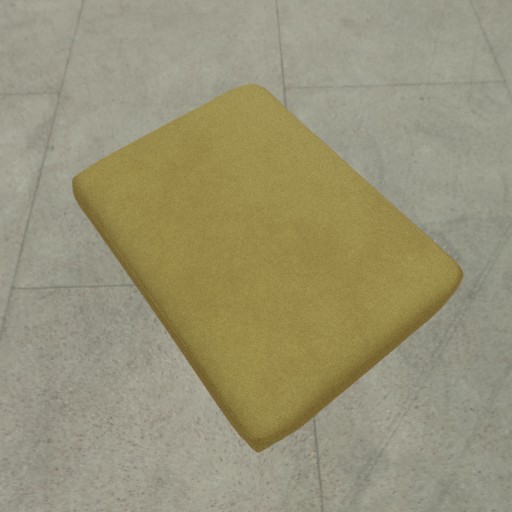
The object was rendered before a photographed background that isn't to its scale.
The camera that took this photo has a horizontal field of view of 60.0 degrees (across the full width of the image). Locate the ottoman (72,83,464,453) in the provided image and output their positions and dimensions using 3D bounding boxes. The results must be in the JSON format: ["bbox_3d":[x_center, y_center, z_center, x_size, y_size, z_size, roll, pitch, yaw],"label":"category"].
[{"bbox_3d":[0.000,0.000,1.177,0.608,0.449,0.811,-34,67,-17],"label":"ottoman"}]
